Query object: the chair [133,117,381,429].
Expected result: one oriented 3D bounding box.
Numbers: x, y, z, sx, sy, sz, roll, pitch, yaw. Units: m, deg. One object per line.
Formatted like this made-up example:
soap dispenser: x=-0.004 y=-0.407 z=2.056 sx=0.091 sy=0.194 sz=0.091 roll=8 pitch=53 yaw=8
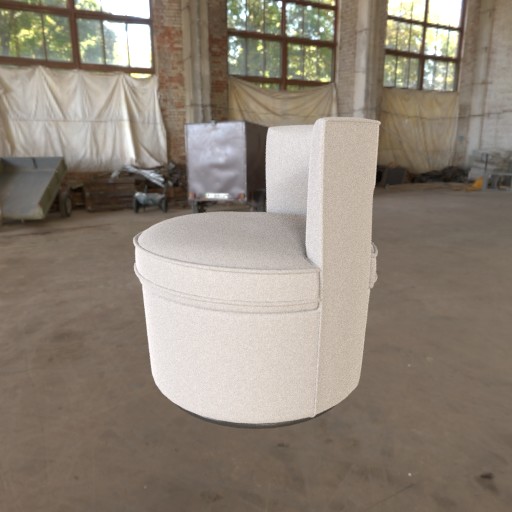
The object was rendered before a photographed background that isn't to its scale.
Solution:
chair: x=0.000 y=0.000 z=1.243 sx=0.665 sy=0.723 sz=0.650 roll=-2 pitch=15 yaw=-8
